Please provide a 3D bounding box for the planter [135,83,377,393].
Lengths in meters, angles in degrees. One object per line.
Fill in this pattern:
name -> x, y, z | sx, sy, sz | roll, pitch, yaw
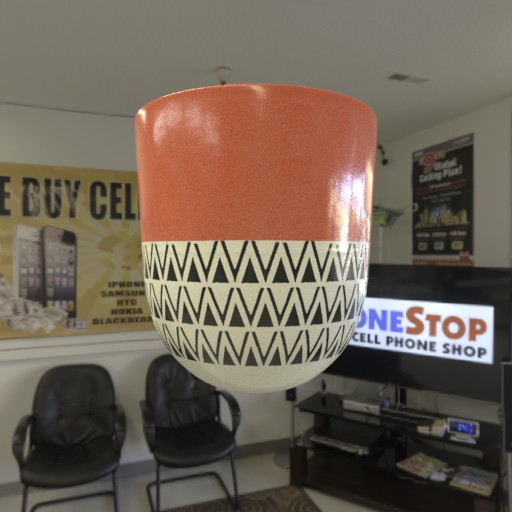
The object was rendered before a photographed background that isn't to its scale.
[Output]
planter -> 0.000, 0.000, 0.370 | 0.195, 0.214, 0.195 | 0, 1, 0
